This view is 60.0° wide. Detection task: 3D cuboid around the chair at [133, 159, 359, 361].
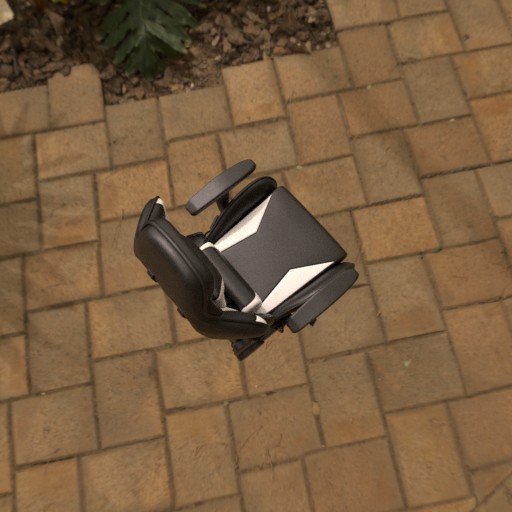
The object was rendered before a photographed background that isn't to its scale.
[{"bbox_3d":[0.000,0.000,1.779,0.695,1.285,0.730,-39,77,-10],"label":"chair"}]
